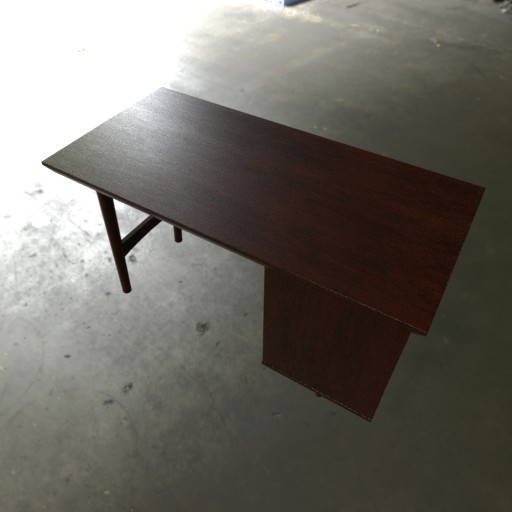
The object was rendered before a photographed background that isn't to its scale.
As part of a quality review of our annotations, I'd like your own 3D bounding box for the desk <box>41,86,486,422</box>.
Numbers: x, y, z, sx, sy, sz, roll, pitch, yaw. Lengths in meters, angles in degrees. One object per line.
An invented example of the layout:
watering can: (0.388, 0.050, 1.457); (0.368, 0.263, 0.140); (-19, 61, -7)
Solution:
desk: (0.000, 0.000, 1.680); (1.277, 0.758, 0.612); (24, 51, 21)
